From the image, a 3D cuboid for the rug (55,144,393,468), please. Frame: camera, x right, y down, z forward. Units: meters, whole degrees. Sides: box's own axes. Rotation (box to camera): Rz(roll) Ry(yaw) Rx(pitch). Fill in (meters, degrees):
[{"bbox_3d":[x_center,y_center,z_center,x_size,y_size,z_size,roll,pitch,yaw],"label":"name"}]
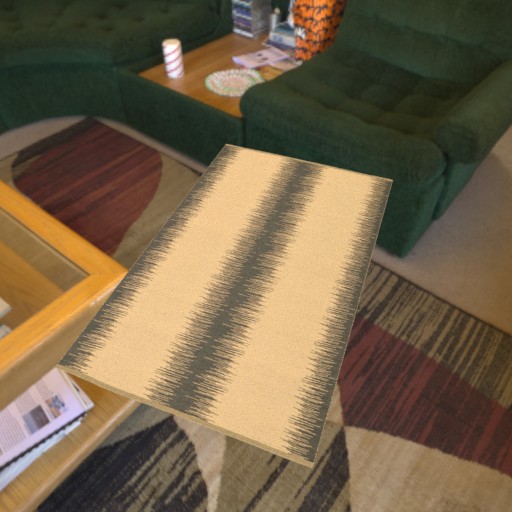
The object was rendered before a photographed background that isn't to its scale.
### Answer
[{"bbox_3d":[0.000,0.000,3.114,1.519,0.003,2.453,16,49,14],"label":"rug"}]
